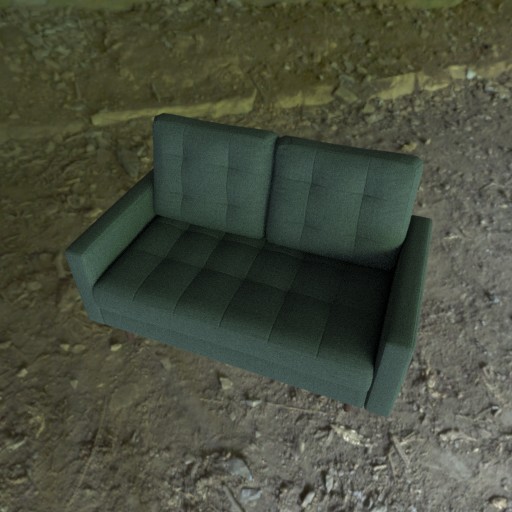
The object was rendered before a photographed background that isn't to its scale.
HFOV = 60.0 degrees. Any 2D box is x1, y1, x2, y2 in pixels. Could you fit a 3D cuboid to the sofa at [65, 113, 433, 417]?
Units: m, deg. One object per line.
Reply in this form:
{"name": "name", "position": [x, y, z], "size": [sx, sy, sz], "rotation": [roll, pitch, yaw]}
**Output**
{"name": "sofa", "position": [0.000, 0.000, 1.973], "size": [1.407, 0.907, 0.842], "rotation": [14, 43, 16]}
